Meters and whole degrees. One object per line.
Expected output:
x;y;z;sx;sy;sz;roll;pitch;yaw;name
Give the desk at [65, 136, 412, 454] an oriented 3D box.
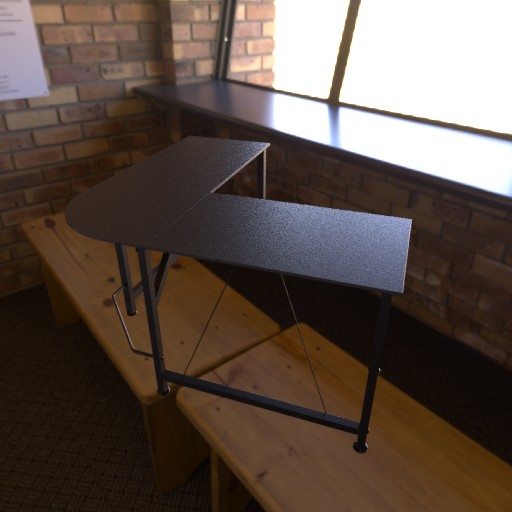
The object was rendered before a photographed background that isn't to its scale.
0.000;0.000;2.249;1.400;0.762;1.400;10;31;17;desk
